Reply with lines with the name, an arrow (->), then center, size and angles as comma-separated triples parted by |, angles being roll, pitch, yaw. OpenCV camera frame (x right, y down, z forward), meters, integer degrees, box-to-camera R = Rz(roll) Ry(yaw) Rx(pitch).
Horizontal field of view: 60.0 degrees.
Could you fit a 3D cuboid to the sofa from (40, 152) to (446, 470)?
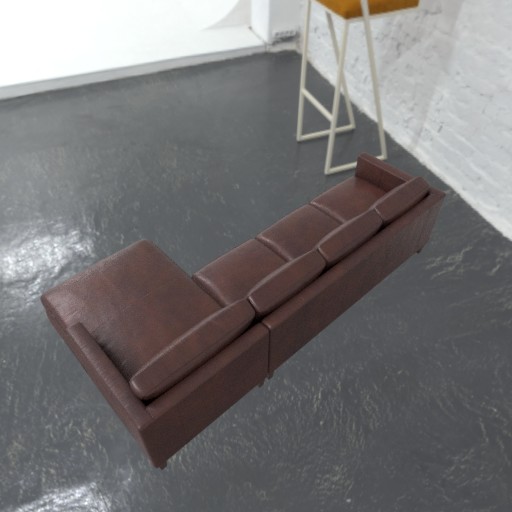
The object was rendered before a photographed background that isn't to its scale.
sofa -> 0.000, 0.000, 3.837 | 3.203, 0.883, 1.581 | -33, 54, -28
